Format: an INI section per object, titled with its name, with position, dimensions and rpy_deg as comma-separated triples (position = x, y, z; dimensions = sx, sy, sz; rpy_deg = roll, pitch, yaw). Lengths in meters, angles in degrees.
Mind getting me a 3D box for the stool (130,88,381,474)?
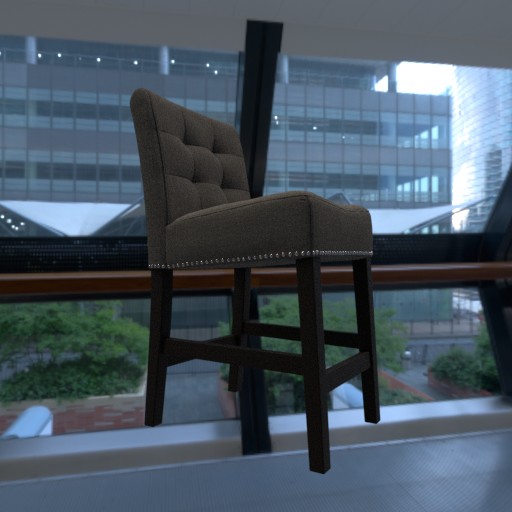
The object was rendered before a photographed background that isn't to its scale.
[stool]
position = 0.000, 0.000, 1.199
dimensions = 0.571, 0.885, 0.427
rpy_deg = 0, 0, 33
